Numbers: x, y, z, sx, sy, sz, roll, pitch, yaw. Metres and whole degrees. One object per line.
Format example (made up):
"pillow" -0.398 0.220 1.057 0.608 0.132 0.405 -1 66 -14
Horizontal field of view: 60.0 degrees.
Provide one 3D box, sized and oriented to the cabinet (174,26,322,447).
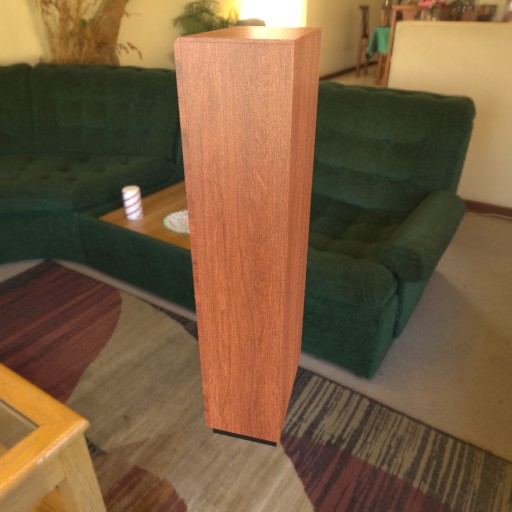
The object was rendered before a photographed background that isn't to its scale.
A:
"cabinet" 0.000 0.000 2.187 0.420 1.980 0.660 8 31 13
